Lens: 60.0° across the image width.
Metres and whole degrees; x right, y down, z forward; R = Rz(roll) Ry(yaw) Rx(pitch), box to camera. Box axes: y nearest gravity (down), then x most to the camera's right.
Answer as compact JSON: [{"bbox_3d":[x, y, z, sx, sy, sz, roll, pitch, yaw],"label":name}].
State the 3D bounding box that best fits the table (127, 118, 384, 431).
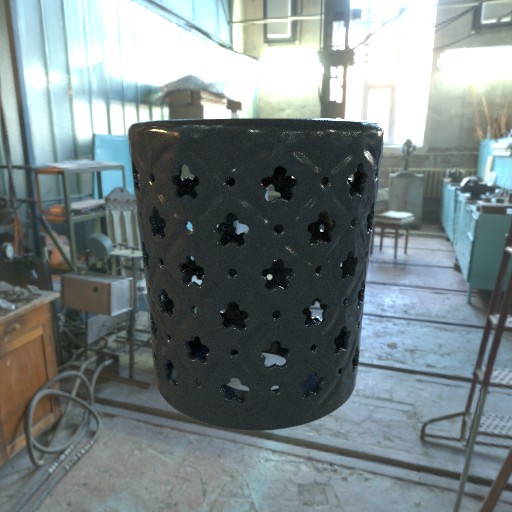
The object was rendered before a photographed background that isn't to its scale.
[{"bbox_3d":[0.000,0.000,0.670,0.352,0.387,0.352,0,14,0],"label":"table"}]
